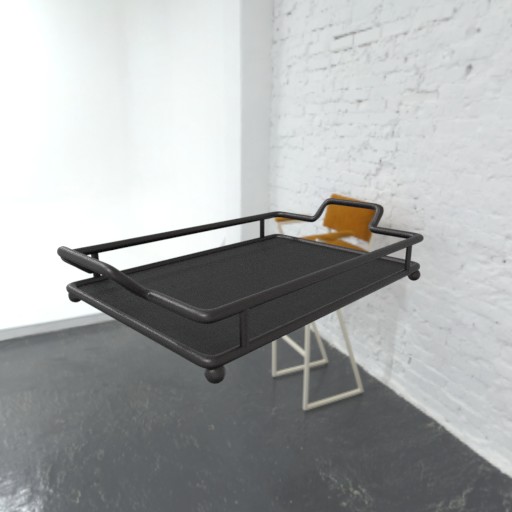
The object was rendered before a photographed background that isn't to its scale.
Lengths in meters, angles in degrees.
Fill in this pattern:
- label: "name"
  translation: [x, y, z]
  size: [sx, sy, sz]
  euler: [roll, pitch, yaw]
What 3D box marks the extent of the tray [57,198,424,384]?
- label: "tray"
  translation: [0.000, 0.000, 0.613]
  size: [0.297, 0.101, 0.495]
  euler: [15, 21, 42]
